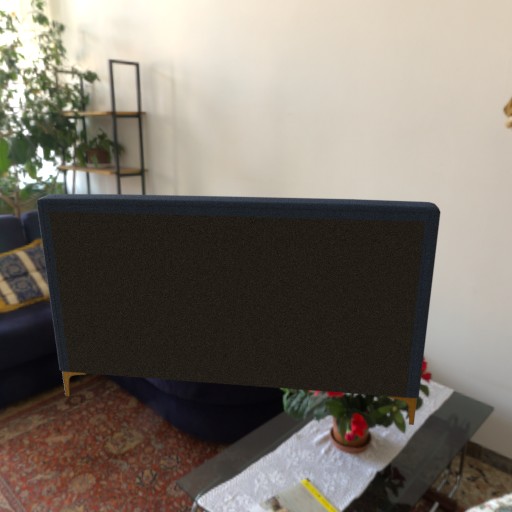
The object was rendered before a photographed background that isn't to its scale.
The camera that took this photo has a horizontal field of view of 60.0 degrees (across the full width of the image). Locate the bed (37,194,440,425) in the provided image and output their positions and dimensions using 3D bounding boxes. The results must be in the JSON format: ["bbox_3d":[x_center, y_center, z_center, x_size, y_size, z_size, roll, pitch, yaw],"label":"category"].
[{"bbox_3d":[0.000,0.000,3.450,2.096,1.231,2.232,2,16,7],"label":"bed"}]
